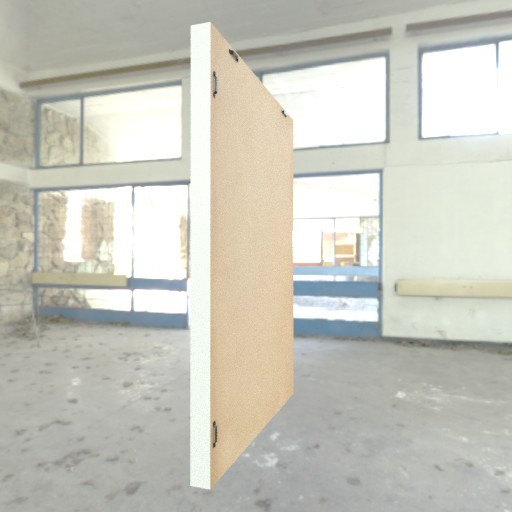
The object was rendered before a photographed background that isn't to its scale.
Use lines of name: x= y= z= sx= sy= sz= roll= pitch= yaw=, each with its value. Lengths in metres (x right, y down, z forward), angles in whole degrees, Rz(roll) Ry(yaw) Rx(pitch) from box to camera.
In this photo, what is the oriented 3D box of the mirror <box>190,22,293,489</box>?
mirror: x=0.000 y=0.000 z=0.917 sx=0.039 sy=0.710 sz=0.507 roll=0 pitch=0 yaw=19
